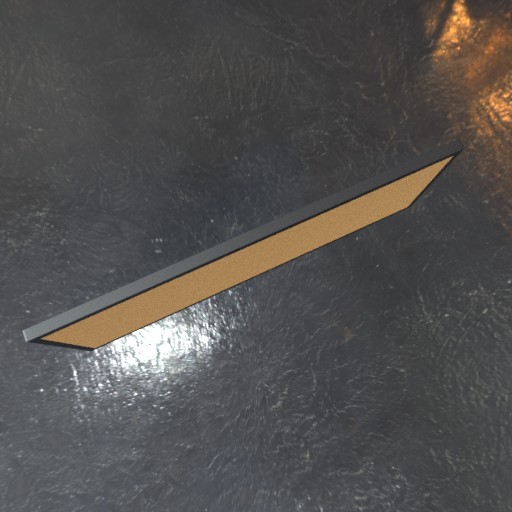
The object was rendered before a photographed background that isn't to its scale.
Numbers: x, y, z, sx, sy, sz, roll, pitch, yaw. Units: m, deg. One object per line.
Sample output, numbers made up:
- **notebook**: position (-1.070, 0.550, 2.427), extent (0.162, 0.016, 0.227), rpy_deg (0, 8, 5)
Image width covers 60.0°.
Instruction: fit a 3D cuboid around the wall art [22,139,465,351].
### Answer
- **wall art**: position (0.000, 0.000, 1.718), extent (1.572, 0.554, 0.041), rpy_deg (-24, 76, -6)
